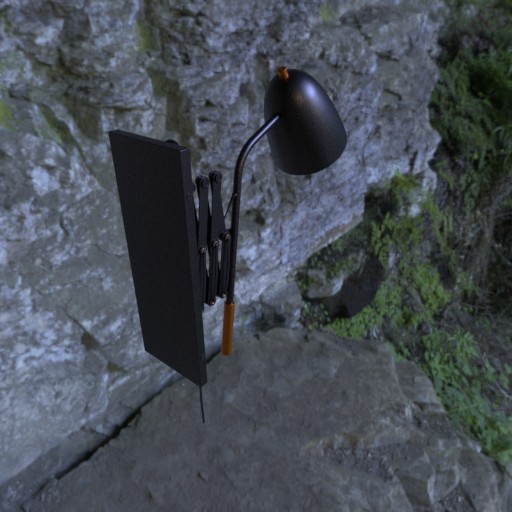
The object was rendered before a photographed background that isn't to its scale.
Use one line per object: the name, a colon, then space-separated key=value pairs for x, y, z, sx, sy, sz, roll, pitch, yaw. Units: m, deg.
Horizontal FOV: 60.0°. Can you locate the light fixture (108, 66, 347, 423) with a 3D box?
light fixture: x=0.000 y=0.000 z=0.920 sx=0.162 sy=0.715 sz=0.499 roll=22 pitch=37 yaw=33
